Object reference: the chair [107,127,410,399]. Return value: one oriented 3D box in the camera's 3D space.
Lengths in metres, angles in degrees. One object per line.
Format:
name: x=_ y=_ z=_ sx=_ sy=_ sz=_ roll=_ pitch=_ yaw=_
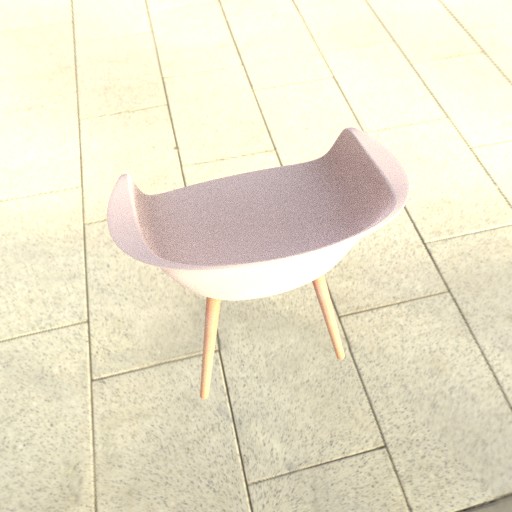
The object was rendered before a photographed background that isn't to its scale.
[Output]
chair: x=0.000 y=0.000 z=1.132 sx=0.593 sy=0.781 sz=0.504 roll=-14 pitch=59 yaw=-8
